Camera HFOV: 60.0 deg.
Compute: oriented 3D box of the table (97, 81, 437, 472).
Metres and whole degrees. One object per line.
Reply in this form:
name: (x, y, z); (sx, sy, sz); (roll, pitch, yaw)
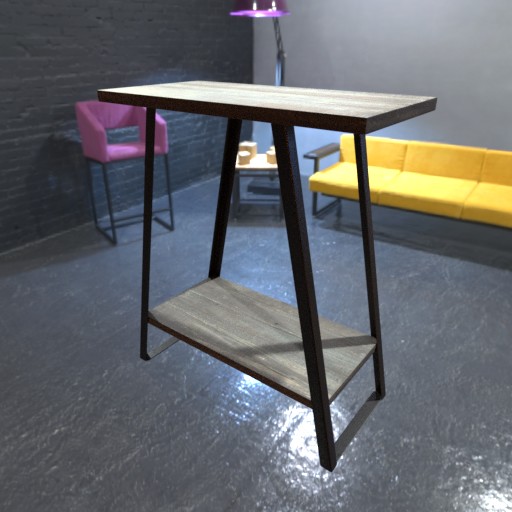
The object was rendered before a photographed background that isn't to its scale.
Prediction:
table: (0.000, 0.000, 1.011); (0.599, 0.701, 0.300); (18, 31, 33)
